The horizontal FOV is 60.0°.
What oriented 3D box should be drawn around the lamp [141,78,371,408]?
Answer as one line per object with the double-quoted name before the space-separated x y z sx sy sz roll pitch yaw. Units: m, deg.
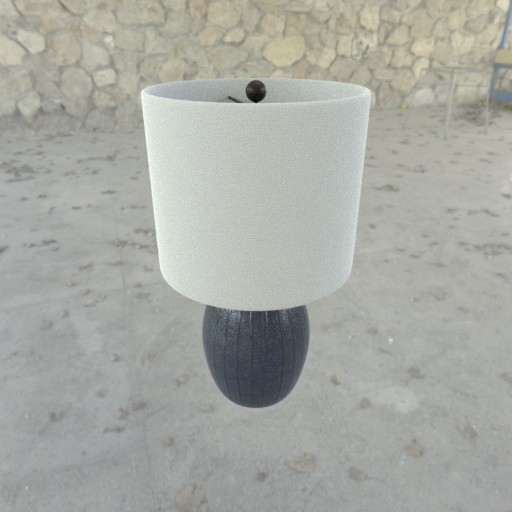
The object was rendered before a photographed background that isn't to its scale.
"lamp" 0.000 0.000 0.770 0.329 0.570 0.329 -8 28 -16
